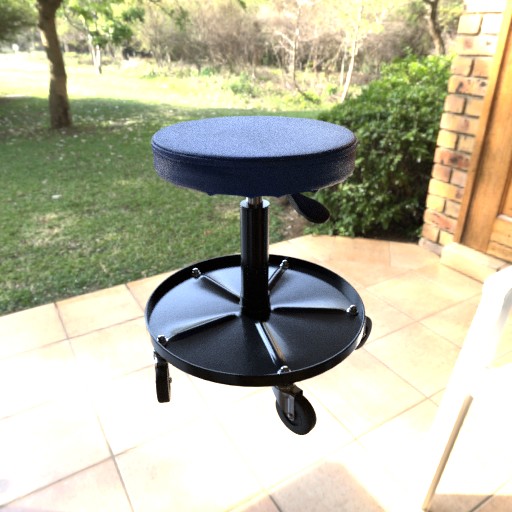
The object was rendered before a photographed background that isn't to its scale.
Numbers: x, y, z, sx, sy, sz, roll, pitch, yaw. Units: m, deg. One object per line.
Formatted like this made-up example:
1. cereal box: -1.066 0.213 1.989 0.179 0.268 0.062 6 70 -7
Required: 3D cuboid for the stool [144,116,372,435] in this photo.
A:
1. stool: 0.000 0.000 0.667 0.381 0.365 0.382 -19 33 -33
